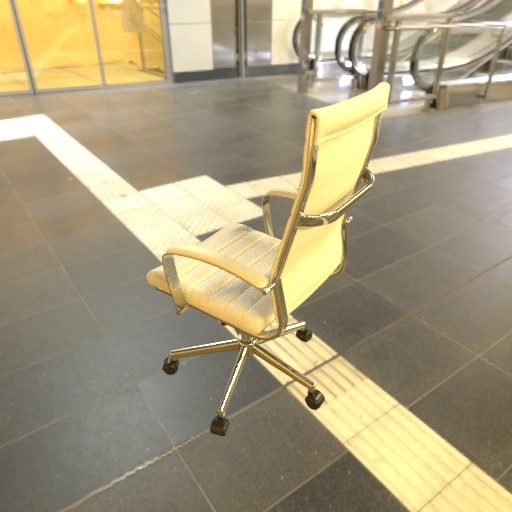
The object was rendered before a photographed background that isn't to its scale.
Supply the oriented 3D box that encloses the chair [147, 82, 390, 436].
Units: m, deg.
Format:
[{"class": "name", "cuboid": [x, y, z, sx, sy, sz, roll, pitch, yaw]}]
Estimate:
[{"class": "chair", "cuboid": [0.000, 0.000, 1.548, 0.679, 1.149, 0.679, 20, 36, 29]}]
